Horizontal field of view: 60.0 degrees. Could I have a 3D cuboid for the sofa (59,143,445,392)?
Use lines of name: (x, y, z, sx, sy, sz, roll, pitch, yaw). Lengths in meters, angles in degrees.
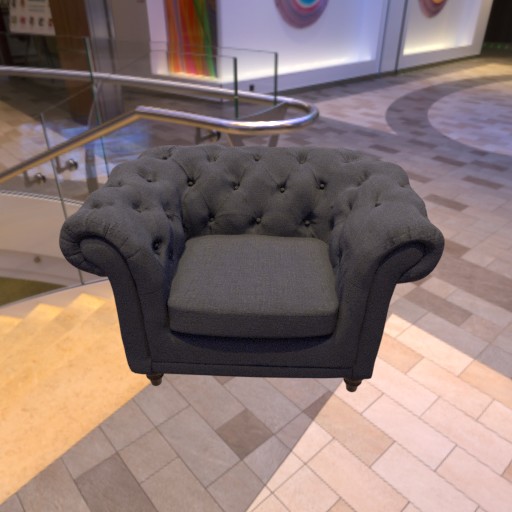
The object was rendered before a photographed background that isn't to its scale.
sofa: (0.000, 0.000, 2.118, 1.405, 0.878, 1.032, 1, 31, 2)
